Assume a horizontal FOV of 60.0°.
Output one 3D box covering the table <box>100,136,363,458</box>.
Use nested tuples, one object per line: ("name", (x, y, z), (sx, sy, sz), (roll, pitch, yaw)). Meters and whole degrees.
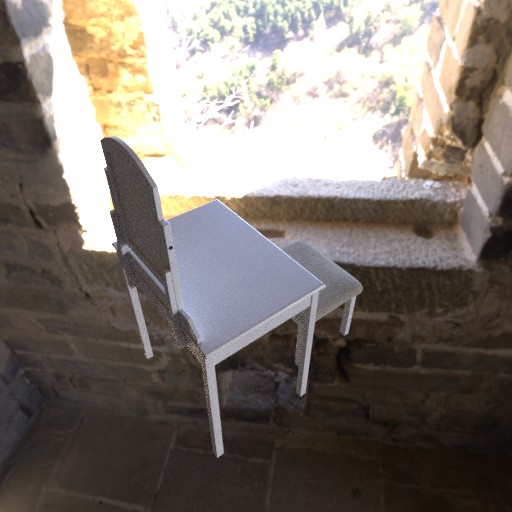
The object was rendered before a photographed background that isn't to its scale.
("table", (0.000, 0.000, 2.297), (1.211, 1.631, 0.876), (-27, 48, -27))
